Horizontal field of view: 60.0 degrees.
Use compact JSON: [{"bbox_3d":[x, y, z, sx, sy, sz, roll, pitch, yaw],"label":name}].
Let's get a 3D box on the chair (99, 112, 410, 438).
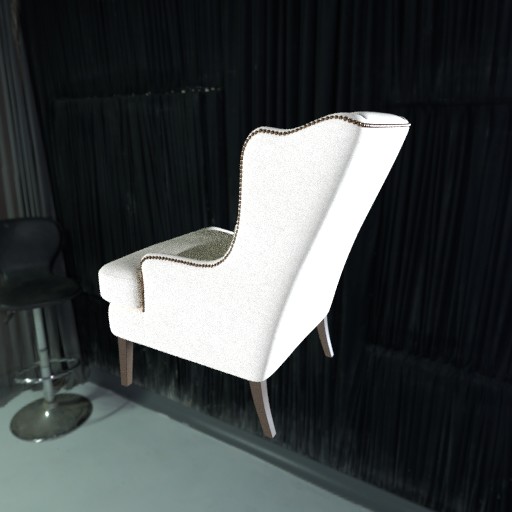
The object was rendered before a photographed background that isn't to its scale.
[{"bbox_3d":[0.000,0.000,1.680,0.940,1.029,0.737,9,19,27],"label":"chair"}]
